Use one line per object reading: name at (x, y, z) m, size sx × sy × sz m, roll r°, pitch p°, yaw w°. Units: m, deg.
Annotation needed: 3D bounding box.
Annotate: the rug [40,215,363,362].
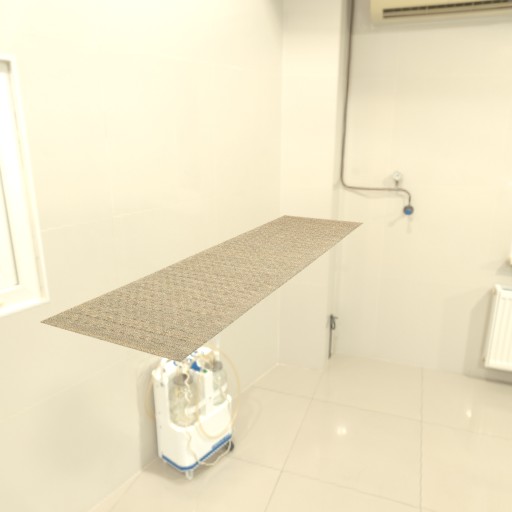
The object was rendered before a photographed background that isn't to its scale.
rug at (0.000, 0.000, 2.656) m, size 0.688 × 0.005 × 2.437 m, roll 8°, pitch 18°, yaw 26°
